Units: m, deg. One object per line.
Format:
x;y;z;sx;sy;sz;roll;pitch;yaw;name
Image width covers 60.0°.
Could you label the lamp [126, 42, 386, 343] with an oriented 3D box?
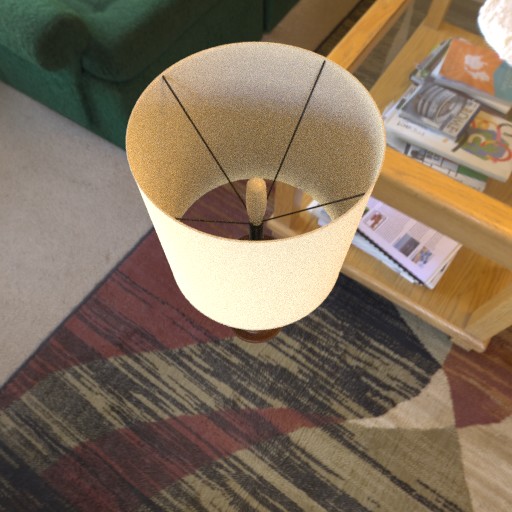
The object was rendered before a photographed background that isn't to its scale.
0.000;0.000;0.561;0.208;0.455;0.208;15;64;7;lamp
